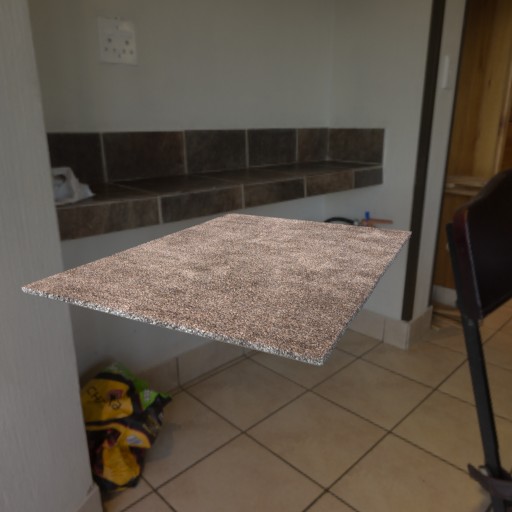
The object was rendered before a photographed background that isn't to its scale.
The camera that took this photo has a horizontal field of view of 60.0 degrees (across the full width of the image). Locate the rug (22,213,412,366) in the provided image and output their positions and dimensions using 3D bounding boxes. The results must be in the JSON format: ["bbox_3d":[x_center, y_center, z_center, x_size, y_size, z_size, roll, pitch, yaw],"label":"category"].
[{"bbox_3d":[0.000,0.000,2.114,1.198,0.025,1.601,8,19,25],"label":"rug"}]
